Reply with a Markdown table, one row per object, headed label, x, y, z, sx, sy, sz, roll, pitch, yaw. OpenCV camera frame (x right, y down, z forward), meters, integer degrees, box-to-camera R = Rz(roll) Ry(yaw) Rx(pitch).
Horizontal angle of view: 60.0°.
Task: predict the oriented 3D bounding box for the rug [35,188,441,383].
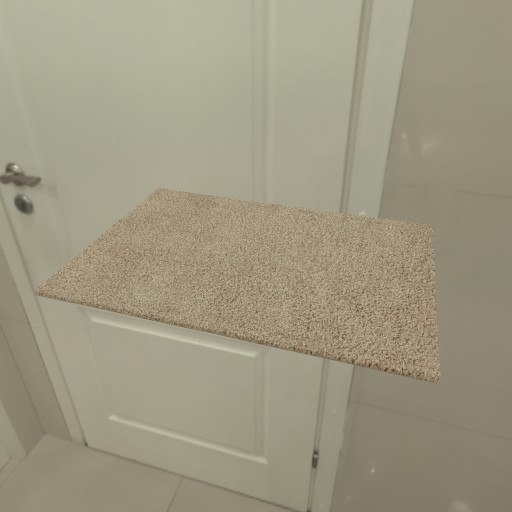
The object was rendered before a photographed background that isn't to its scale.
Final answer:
| label | x | y | z | sx | sy | sz | roll | pitch | yaw |
| --- | --- | --- | --- | --- | --- | --- | --- | --- | --- |
| rug | 0.000 | 0.000 | 2.315 | 1.778 | 0.030 | 1.219 | 10 | 34 | 15 |
